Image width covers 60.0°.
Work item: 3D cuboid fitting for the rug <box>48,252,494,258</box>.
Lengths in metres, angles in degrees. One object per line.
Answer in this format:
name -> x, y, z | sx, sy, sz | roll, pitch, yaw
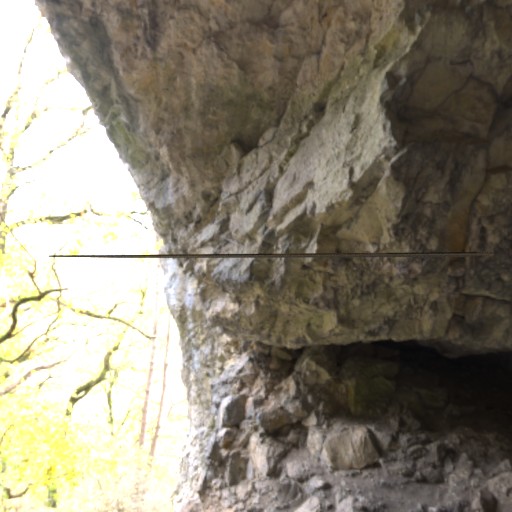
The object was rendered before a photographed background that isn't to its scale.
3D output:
rug -> 0.000, 0.000, 2.505 | 2.287, 0.011, 0.687 | 0, -1, 18
